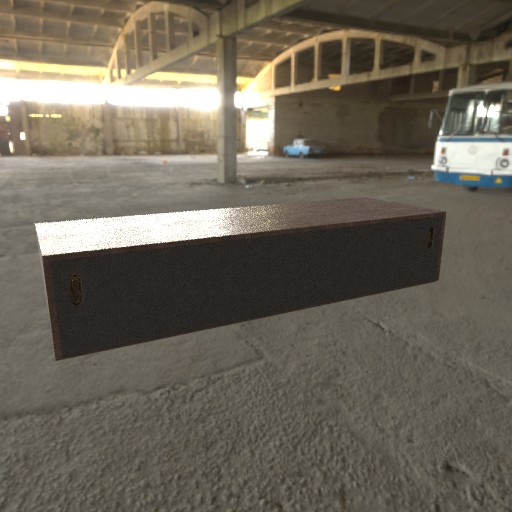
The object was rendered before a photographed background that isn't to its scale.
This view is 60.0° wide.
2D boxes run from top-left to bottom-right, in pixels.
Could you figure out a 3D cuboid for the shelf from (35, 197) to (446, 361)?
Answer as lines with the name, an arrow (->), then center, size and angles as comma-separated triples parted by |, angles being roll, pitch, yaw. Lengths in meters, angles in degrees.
shelf -> 0.000, 0.000, 0.701 | 0.610, 0.125, 0.200 | -8, 17, -27
